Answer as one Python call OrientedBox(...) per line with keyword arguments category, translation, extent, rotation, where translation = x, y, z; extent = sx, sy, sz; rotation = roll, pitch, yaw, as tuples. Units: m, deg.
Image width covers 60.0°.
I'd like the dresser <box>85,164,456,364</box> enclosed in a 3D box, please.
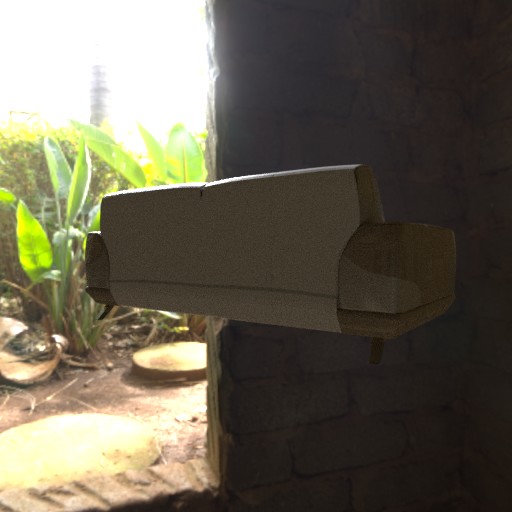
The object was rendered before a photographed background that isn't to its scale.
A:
OrientedBox(category="dresser", translation=(0.000, 0.000, 6.043), extent=(4.679, 1.863, 2.251), rotation=(1, 1, 36))
